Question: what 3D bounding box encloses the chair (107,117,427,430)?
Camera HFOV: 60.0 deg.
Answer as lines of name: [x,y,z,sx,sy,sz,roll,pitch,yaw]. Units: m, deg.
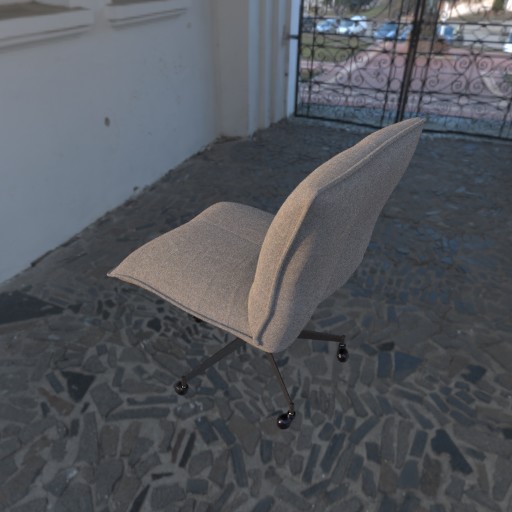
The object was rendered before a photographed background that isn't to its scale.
chair: [0.000,0.000,1.318,0.696,0.811,0.597,21,39,29]
